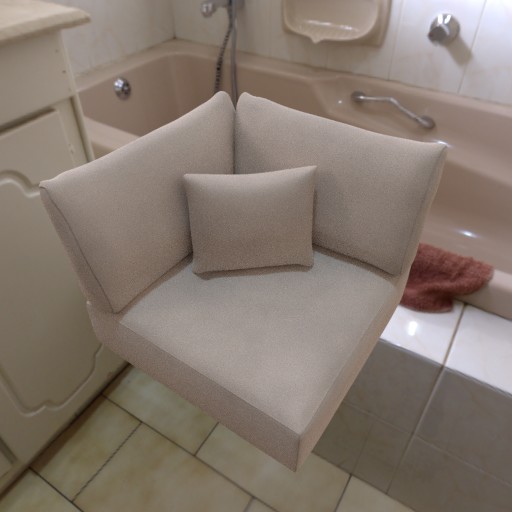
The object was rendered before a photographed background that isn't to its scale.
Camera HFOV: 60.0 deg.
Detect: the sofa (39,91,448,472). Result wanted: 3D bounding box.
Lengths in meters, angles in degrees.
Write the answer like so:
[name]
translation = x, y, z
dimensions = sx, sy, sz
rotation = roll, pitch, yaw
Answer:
[sofa]
translation = 0.000, 0.000, 1.704
dimensions = 1.000, 0.820, 1.000
rotation = 24, 46, 25
